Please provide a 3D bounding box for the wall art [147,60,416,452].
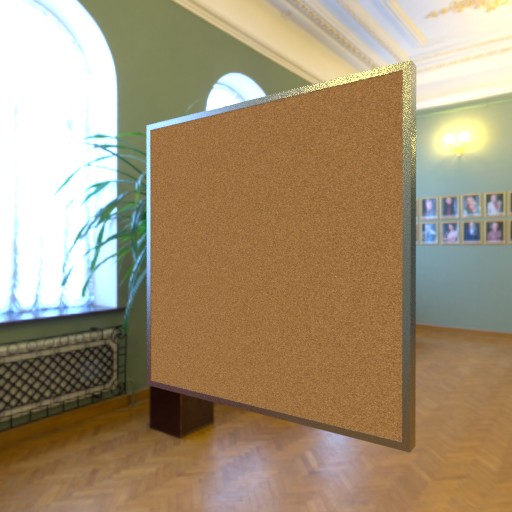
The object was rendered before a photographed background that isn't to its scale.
[{"bbox_3d":[0.000,0.000,1.160,0.806,0.806,0.038,0,0,35],"label":"wall art"}]
